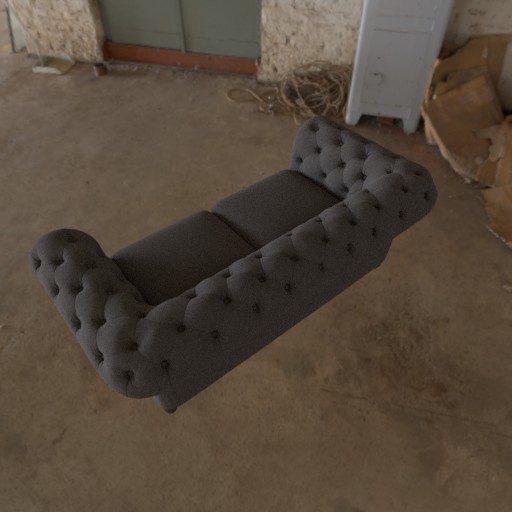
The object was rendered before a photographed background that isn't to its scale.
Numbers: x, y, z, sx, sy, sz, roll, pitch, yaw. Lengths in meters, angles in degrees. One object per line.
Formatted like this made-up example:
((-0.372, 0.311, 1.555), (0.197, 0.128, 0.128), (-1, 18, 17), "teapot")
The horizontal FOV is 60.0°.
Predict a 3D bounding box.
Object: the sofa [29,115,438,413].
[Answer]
((0.000, 0.000, 2.433), (1.998, 0.764, 0.986), (-30, 53, -26), "sofa")
